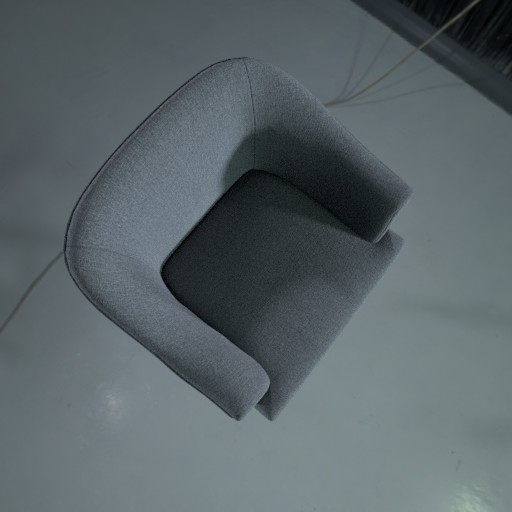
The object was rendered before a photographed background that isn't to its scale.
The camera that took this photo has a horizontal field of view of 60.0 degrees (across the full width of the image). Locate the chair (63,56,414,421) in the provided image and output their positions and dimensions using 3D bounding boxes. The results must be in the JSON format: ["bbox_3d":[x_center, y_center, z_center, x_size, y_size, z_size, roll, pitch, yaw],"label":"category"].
[{"bbox_3d":[0.000,0.000,1.379,0.704,0.815,0.798,38,79,9],"label":"chair"}]
